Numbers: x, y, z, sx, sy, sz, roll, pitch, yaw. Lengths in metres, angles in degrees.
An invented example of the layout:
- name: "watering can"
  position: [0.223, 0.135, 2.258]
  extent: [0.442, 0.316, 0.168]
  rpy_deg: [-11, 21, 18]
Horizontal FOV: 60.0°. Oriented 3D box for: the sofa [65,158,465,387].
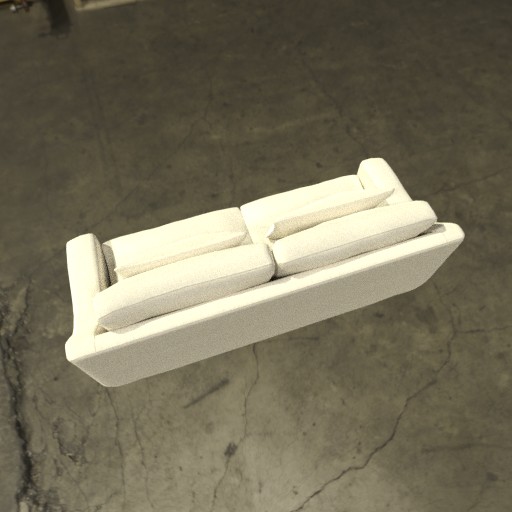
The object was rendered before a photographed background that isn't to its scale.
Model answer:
- name: "sofa"
  position: [0.000, 0.000, 3.095]
  extent: [2.470, 1.022, 1.009]
  rpy_deg: [-16, 59, -10]
